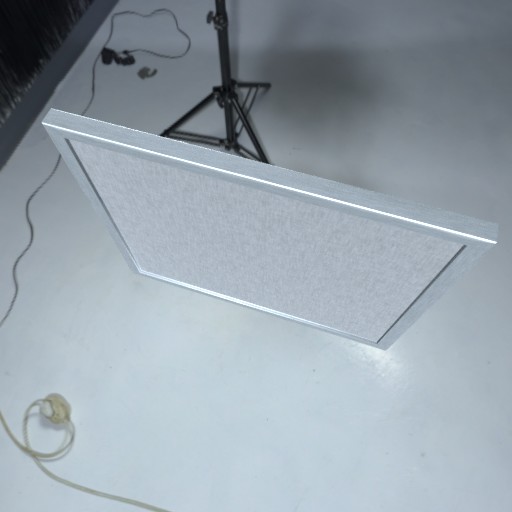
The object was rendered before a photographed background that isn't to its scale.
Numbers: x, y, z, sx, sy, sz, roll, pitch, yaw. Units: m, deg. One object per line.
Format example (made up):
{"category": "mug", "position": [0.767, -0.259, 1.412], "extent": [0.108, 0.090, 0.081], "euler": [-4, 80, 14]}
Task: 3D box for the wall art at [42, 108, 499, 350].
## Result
{"category": "wall art", "position": [0.000, 0.000, 0.725], "extent": [0.556, 0.457, 0.028], "euler": [16, 65, 8]}
